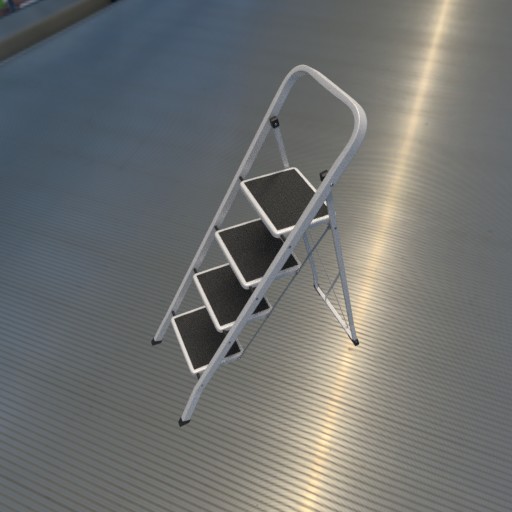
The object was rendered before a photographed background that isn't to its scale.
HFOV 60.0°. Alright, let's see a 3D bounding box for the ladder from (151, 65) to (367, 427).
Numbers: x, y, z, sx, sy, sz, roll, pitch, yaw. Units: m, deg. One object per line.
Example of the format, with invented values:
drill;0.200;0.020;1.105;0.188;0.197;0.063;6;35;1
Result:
ladder;0.000;0.000;1.684;0.914;1.265;0.460;-18;49;-16
